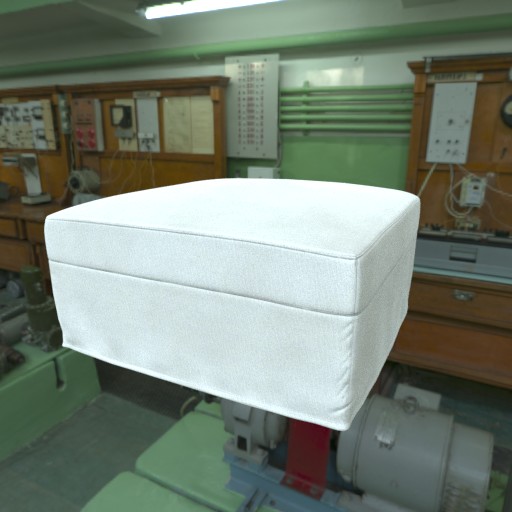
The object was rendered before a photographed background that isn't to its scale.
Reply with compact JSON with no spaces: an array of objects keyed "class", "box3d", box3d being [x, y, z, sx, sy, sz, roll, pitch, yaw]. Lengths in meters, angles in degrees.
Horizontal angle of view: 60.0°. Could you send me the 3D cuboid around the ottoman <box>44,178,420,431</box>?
[{"class":"ottoman","box3d":[0.000,0.000,1.346,0.843,0.441,0.842,8,18,26]}]
